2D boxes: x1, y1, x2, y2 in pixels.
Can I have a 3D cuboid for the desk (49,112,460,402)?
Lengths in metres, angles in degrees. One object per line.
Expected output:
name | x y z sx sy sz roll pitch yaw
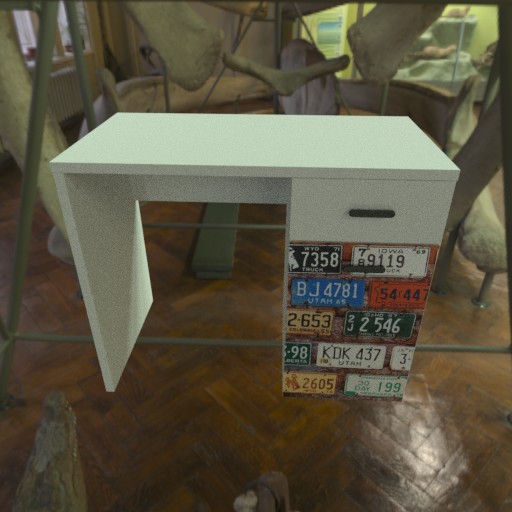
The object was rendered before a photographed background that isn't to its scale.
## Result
desk | 0.000 0.000 1.348 0.898 0.730 0.482 2 31 3
